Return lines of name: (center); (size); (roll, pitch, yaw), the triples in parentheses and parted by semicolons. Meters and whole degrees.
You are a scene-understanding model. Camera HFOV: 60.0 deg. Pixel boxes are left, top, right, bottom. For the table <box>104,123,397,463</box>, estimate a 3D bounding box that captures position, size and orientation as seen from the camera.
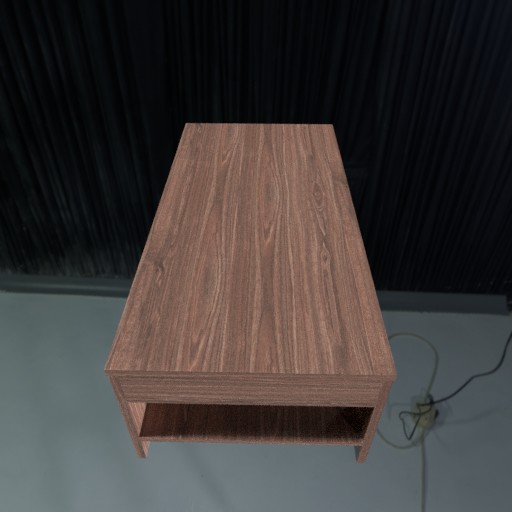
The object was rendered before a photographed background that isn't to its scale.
table: (0.000, 0.000, 1.492); (0.600, 0.400, 1.200); (1, 41, 1)
